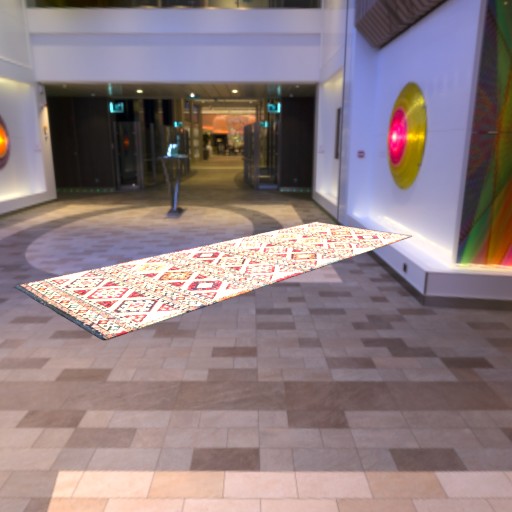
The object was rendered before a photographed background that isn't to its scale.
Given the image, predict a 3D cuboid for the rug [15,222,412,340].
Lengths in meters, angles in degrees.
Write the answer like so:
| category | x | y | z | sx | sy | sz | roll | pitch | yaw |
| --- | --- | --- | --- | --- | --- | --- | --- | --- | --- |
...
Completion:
| category | x | y | z | sx | sy | sz | roll | pitch | yaw |
| --- | --- | --- | --- | --- | --- | --- | --- | --- | --- |
| rug | 0.000 | 0.000 | 2.585 | 0.832 | 0.008 | 2.362 | 13 | 19 | 42 |
